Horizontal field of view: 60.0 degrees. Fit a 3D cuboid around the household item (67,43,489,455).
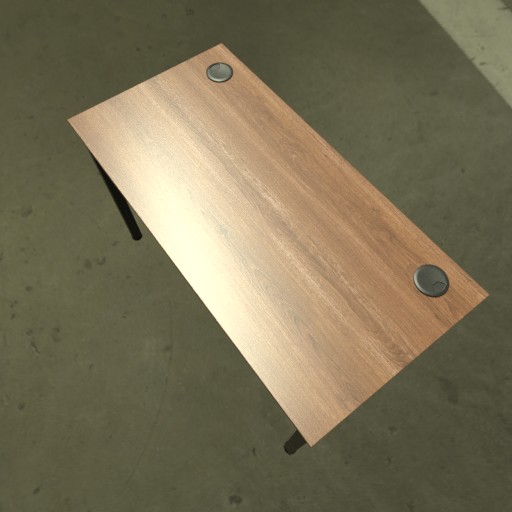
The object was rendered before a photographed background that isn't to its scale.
[{"bbox_3d":[0.000,0.000,1.604,0.600,0.750,1.200,-34,68,-16],"label":"household item"}]
